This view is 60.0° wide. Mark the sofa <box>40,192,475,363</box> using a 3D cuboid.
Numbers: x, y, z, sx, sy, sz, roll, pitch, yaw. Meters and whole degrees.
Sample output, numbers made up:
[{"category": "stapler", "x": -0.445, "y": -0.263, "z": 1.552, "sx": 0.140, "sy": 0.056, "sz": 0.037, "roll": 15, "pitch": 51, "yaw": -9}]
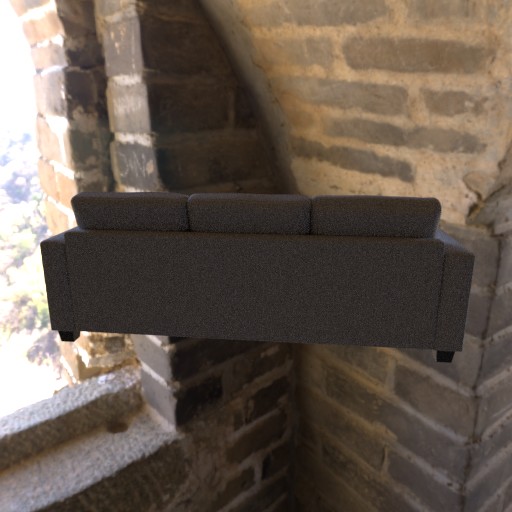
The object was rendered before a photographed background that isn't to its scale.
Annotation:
[{"category": "sofa", "x": 0.000, "y": 0.000, "z": 2.581, "sx": 2.120, "sy": 0.800, "sz": 0.900, "roll": 2, "pitch": 16, "yaw": 6}]
